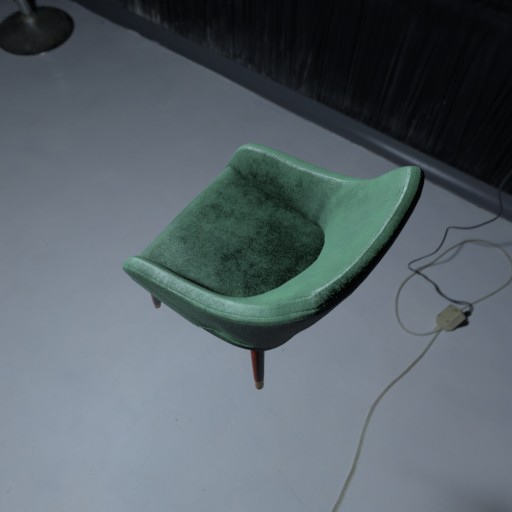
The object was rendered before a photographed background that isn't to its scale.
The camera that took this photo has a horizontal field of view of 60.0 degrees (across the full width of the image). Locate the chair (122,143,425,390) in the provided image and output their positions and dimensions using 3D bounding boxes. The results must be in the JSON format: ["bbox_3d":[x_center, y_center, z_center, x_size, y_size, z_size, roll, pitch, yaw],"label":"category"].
[{"bbox_3d":[0.000,0.000,1.592,0.794,1.081,0.683,34,67,16],"label":"chair"}]
